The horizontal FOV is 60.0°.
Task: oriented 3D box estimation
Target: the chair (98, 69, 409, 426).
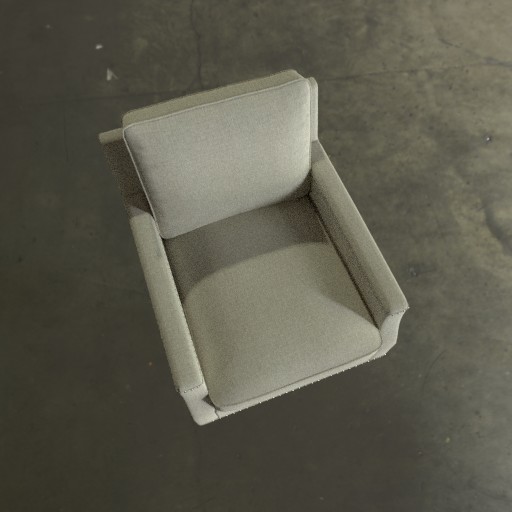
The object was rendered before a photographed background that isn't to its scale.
[{"bbox_3d":[0.000,0.000,1.739,0.853,0.943,1.014,-18,65,-9],"label":"chair"}]
